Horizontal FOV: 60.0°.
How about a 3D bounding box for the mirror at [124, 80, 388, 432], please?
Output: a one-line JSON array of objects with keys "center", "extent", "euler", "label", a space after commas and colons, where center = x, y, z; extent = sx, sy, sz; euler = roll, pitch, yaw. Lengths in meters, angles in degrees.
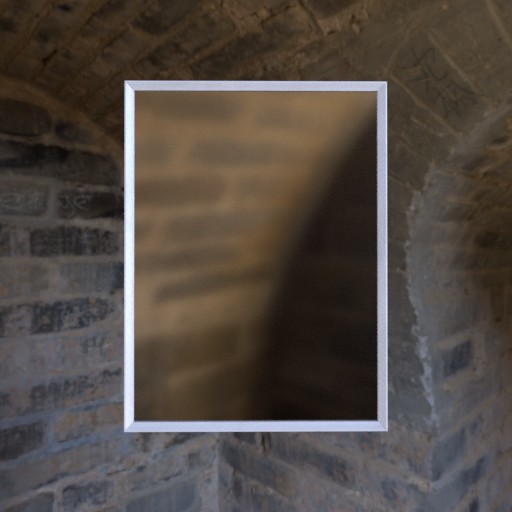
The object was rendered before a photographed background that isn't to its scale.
[{"center": [0.000, 0.000, 1.304], "extent": [0.762, 1.016, 0.041], "euler": [0, 0, 0], "label": "mirror"}]
